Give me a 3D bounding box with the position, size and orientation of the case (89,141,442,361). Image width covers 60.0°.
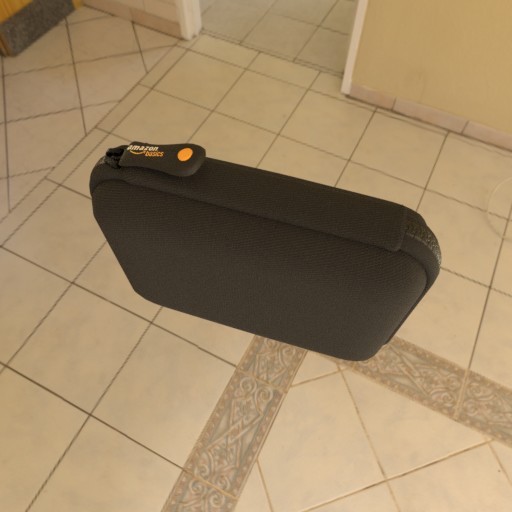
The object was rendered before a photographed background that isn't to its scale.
[{"bbox_3d":[0.000,0.000,0.182,0.132,0.105,0.038,15,61,9],"label":"case"}]
